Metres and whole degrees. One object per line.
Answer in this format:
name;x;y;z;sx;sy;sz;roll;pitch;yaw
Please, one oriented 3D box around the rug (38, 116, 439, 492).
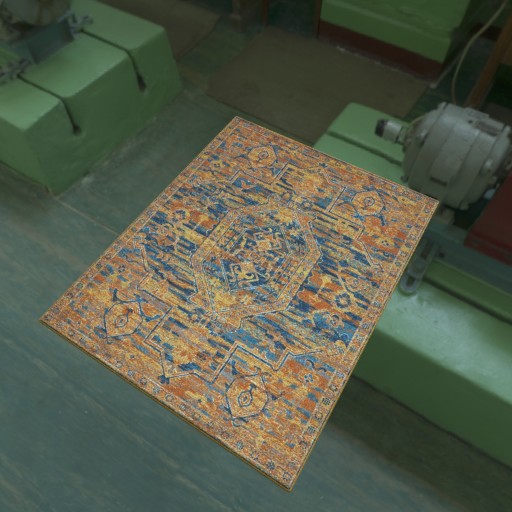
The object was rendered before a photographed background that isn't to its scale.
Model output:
rug;0.000;0.000;4.079;2.435;0.031;3.040;27;61;17
